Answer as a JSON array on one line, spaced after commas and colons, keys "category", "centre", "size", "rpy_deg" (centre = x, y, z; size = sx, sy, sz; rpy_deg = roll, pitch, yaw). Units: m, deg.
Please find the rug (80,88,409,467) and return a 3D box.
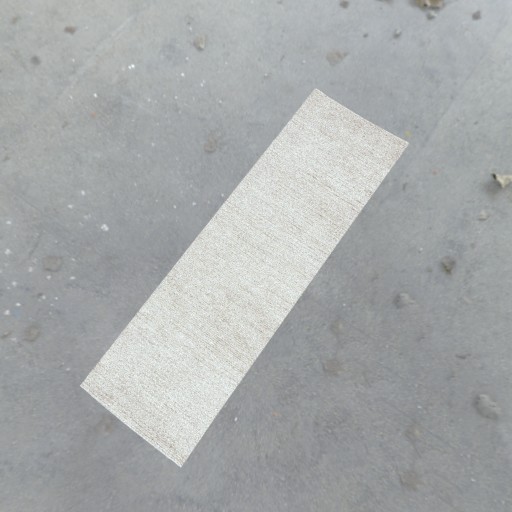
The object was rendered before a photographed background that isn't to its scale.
[{"category": "rug", "centre": [0.000, 0.000, 2.631], "size": [0.712, 0.013, 2.346], "rpy_deg": [35, 78, 9]}]
